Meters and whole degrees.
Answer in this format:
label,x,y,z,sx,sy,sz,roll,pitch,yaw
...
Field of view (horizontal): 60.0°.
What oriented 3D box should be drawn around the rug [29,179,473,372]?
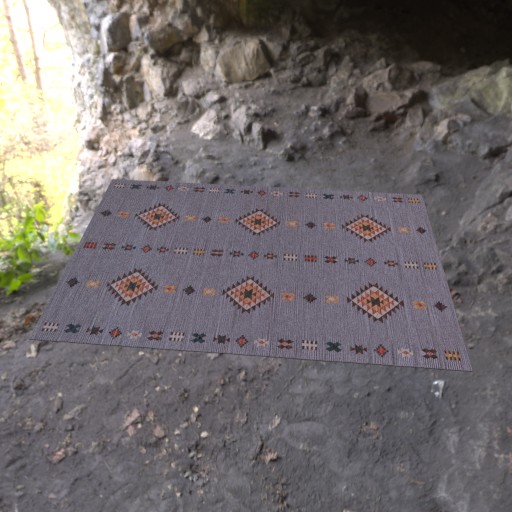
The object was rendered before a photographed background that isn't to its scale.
label,x,y,z,sx,sy,sz,roll,pitch,yaw
rug,0.000,0.000,2.939,2.427,0.007,1.515,3,46,3
